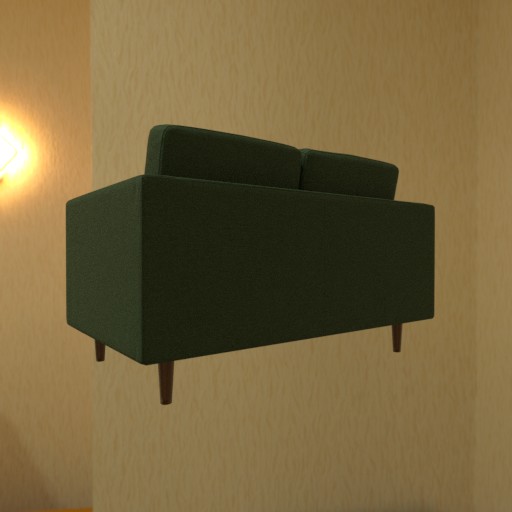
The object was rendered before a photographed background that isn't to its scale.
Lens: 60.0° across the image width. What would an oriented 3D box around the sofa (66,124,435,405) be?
[{"bbox_3d":[0.000,0.000,1.991,1.430,0.899,0.879,-1,1,-37],"label":"sofa"}]
